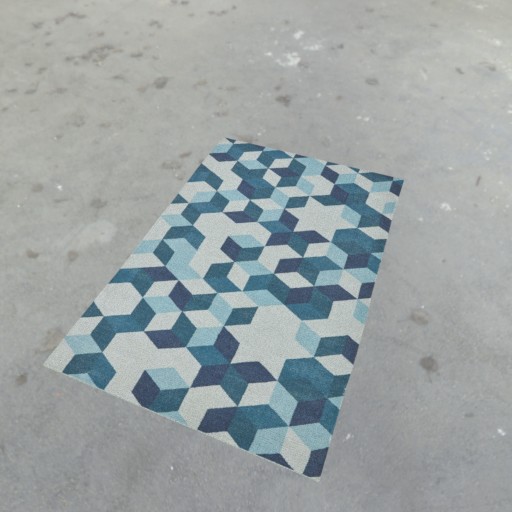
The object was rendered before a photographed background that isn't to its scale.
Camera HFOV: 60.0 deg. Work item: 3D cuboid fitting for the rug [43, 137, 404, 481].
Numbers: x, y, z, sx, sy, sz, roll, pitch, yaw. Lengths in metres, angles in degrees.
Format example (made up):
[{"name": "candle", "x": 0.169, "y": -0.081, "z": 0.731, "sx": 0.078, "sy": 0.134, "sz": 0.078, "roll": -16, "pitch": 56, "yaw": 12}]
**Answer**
[{"name": "rug", "x": 0.000, "y": 0.000, "z": 2.295, "sx": 1.235, "sy": 0.014, "sz": 1.829, "roll": 17, "pitch": 50, "yaw": 14}]
